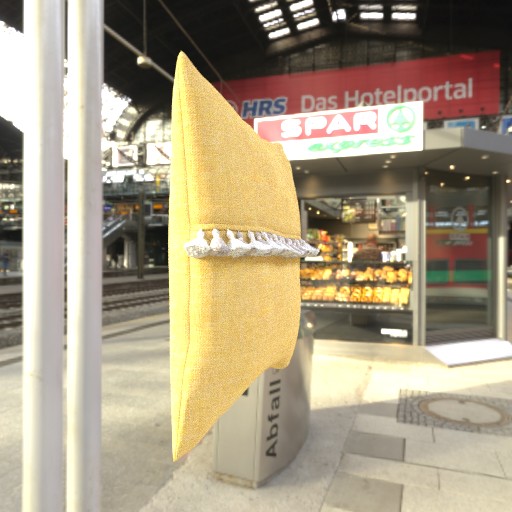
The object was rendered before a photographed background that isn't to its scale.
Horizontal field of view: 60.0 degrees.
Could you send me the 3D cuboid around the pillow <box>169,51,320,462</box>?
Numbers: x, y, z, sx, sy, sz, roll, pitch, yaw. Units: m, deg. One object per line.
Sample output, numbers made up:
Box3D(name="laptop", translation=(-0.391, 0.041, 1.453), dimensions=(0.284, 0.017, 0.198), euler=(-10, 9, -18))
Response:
Box3D(name="pillow", translation=(0.000, 0.000, 0.734), dimensions=(0.167, 0.481, 0.485), euler=(0, 0, 19))
